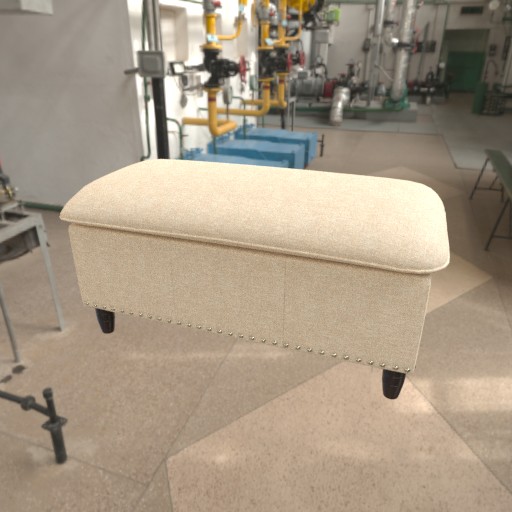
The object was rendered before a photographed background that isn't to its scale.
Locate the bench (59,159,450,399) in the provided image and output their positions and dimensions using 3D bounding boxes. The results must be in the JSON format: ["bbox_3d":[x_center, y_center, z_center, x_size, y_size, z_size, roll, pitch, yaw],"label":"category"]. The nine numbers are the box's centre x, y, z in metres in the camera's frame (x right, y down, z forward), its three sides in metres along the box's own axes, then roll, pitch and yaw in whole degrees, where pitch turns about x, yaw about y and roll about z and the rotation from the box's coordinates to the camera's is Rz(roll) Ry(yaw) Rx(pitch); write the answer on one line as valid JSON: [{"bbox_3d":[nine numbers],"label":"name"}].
[{"bbox_3d":[0.000,0.000,1.292,0.991,0.483,0.483,9,27,17],"label":"bench"}]
